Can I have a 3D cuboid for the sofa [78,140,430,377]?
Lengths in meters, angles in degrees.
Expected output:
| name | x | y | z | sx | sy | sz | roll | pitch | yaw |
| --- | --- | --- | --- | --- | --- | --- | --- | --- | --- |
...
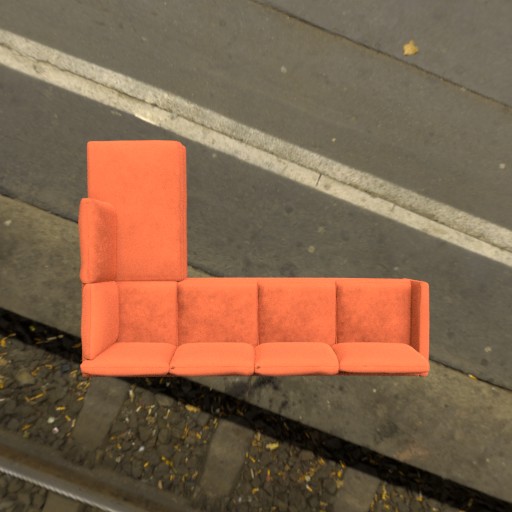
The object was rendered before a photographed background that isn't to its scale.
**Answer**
| name | x | y | z | sx | sy | sz | roll | pitch | yaw |
| --- | --- | --- | --- | --- | --- | --- | --- | --- | --- |
| sofa | 0.000 | 0.000 | 3.599 | 2.736 | 0.757 | 1.879 | 0 | 91 | -1 |
